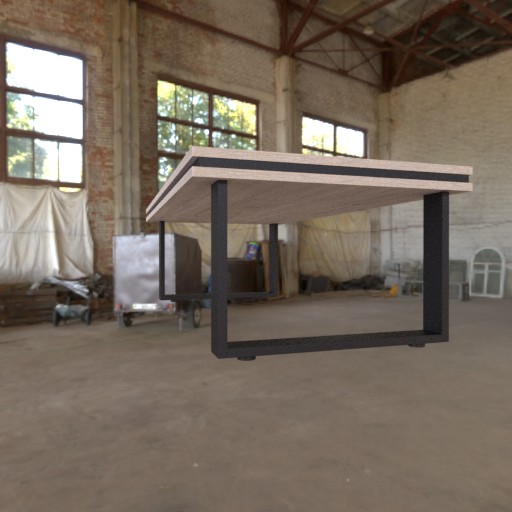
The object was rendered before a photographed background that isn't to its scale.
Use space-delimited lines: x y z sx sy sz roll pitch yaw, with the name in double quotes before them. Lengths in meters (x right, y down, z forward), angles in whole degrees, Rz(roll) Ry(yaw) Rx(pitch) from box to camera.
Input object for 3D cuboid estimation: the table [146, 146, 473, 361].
"table" 0.000 0.000 1.640 0.700 0.450 1.350 0 0 -18
